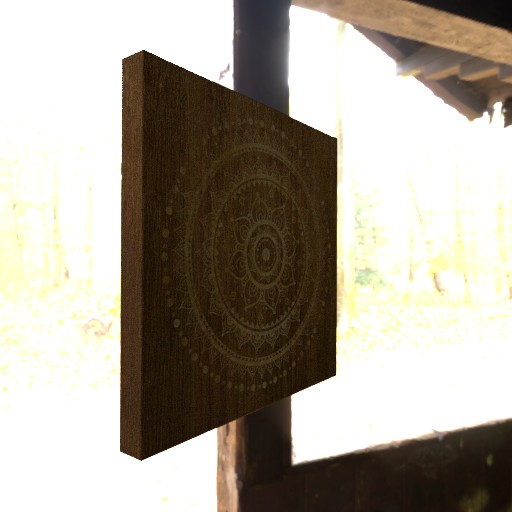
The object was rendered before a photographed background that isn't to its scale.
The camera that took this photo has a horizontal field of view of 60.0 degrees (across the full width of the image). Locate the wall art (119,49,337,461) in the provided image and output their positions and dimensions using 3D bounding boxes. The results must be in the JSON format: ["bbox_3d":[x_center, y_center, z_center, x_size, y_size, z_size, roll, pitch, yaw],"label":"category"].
[{"bbox_3d":[0.000,0.000,0.602,0.039,0.403,0.406,0,-1,38],"label":"wall art"}]
